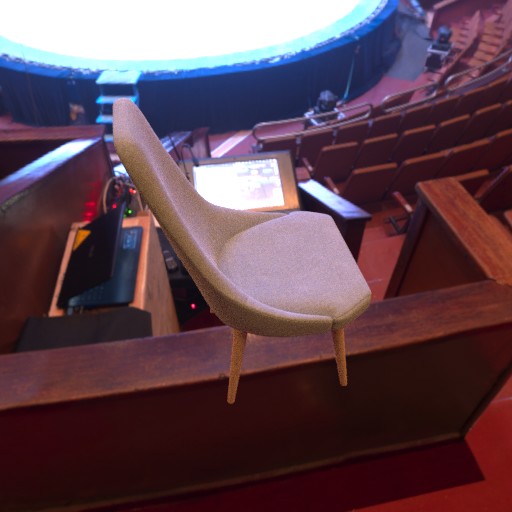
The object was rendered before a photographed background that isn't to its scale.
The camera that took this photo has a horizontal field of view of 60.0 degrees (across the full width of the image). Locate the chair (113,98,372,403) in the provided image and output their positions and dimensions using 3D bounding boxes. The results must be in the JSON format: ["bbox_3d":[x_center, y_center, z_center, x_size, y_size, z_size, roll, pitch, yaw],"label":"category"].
[{"bbox_3d":[0.000,0.000,1.409,0.660,1.040,0.510,-9,46,-9],"label":"chair"}]
